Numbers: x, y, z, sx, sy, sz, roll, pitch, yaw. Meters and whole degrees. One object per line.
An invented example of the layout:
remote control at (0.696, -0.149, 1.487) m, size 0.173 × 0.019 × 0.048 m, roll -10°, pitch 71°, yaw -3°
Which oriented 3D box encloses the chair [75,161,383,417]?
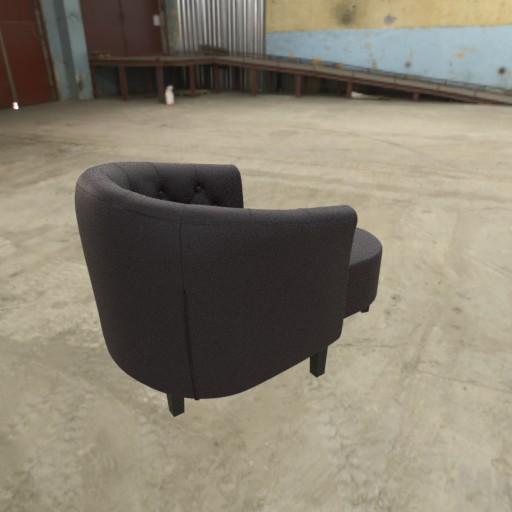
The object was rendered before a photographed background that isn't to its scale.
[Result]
chair at (0.000, 0.000, 1.661) m, size 1.191 × 0.760 × 0.763 m, roll -17°, pitch 30°, yaw -32°
